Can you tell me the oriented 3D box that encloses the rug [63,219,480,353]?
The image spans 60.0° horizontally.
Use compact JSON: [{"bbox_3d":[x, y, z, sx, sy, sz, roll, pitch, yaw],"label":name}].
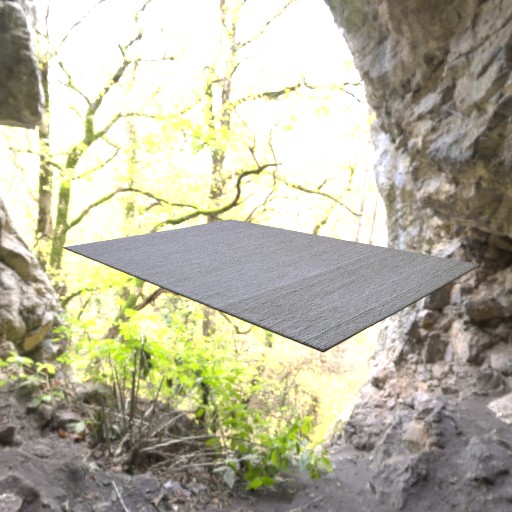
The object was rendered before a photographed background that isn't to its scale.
[{"bbox_3d":[0.000,0.000,2.919,2.270,0.017,1.606,14,20,43],"label":"rug"}]
